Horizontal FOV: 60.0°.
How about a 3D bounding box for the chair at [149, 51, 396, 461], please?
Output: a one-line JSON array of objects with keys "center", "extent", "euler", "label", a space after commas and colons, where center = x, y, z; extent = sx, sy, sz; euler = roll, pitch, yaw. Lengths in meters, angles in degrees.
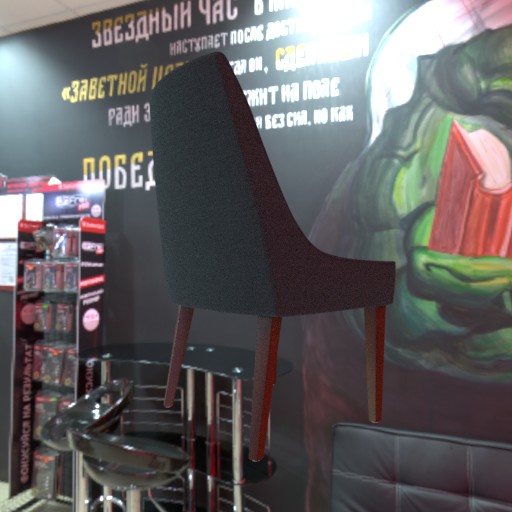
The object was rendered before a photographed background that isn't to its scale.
[{"center": [0.000, 0.000, 1.194], "extent": [0.544, 0.861, 0.529], "euler": [1, -1, -36], "label": "chair"}]
